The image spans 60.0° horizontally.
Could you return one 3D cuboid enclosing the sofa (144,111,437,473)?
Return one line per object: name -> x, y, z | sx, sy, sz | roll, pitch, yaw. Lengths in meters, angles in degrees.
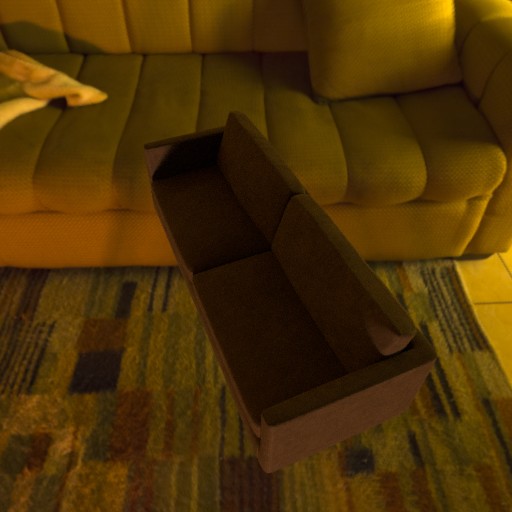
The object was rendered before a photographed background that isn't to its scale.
sofa -> 0.000, 0.000, 2.997 | 0.951, 0.965, 2.434 | -17, 49, -16
